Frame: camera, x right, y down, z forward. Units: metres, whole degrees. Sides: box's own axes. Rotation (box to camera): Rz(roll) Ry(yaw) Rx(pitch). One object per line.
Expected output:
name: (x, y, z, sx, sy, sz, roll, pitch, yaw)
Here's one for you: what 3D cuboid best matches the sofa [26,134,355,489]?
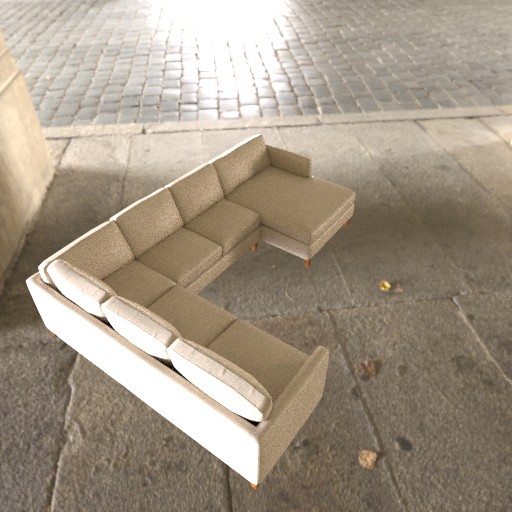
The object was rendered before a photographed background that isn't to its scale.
sofa: (0.000, 0.000, 4.546, 2.594, 0.961, 3.460, 25, 46, 27)
